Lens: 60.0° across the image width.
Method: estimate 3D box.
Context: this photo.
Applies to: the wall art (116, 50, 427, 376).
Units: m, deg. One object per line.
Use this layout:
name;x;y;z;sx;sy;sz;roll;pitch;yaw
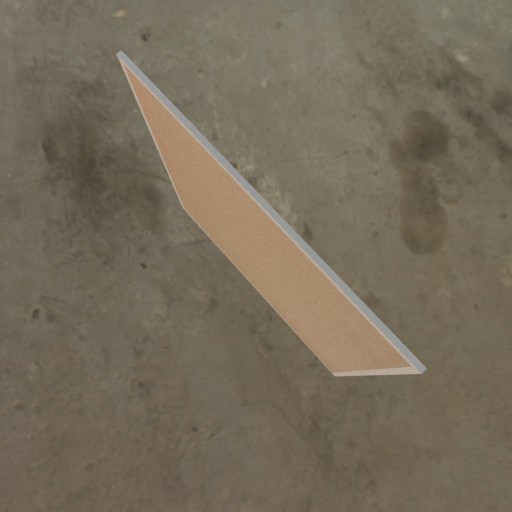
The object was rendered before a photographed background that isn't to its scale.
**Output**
wall art;0.000;0.000;1.177;0.012;0.809;0.809;-41;78;-10
